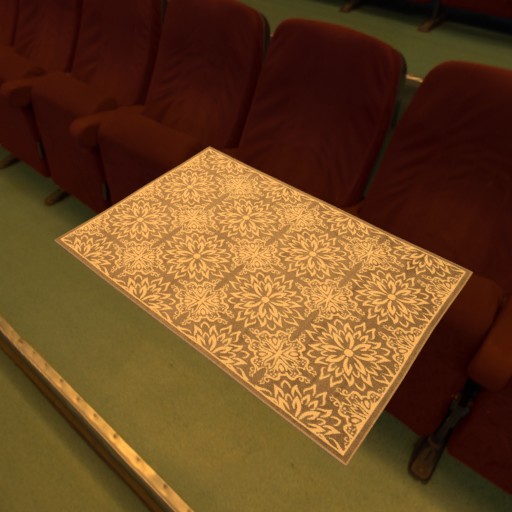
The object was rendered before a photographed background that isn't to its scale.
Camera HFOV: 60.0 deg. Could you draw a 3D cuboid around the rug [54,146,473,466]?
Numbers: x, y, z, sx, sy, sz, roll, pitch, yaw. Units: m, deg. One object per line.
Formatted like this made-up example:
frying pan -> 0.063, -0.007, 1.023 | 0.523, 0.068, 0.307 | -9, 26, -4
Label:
rug -> 0.000, 0.000, 2.331 | 1.847, 0.012, 1.224 | 31, 53, 26
